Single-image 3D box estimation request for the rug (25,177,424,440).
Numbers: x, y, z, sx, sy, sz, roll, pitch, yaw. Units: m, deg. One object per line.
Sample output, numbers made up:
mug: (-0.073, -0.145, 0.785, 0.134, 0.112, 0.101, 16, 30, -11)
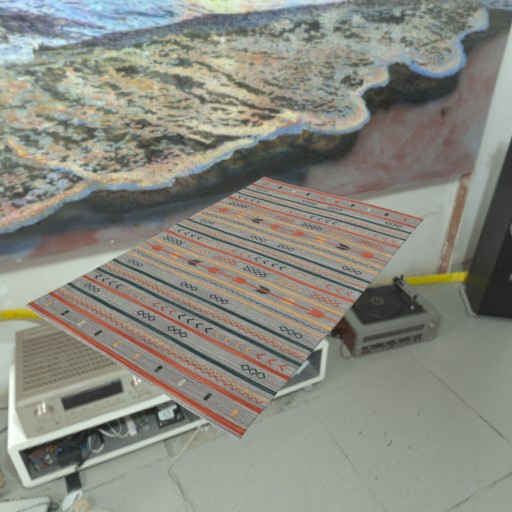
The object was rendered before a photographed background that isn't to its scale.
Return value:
rug: (0.000, 0.000, 3.016, 1.537, 0.029, 2.439, 20, 37, 29)
